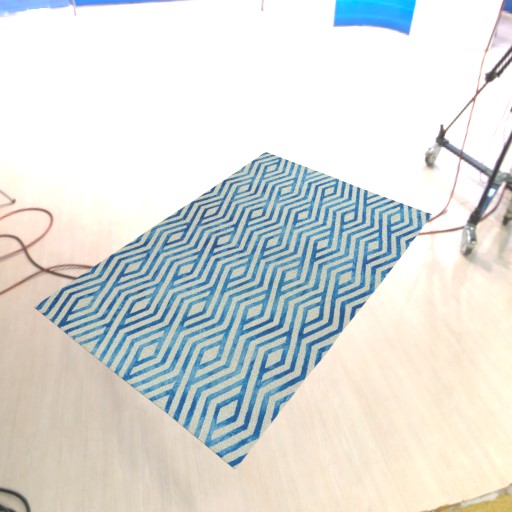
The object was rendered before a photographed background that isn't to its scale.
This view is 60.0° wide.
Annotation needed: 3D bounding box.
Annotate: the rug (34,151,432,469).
[{"bbox_3d":[0.000,0.000,2.340,1.225,0.008,1.830,27,49,27],"label":"rug"}]
